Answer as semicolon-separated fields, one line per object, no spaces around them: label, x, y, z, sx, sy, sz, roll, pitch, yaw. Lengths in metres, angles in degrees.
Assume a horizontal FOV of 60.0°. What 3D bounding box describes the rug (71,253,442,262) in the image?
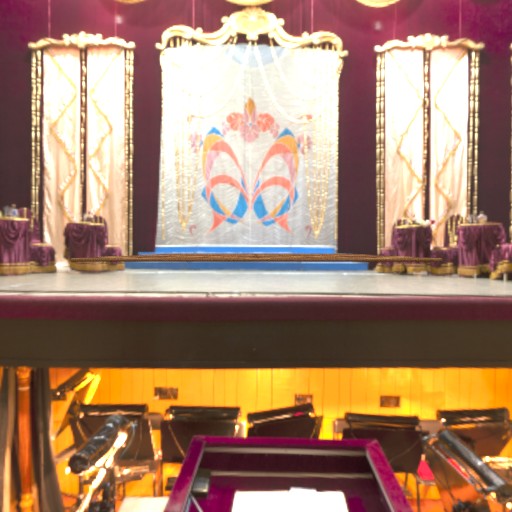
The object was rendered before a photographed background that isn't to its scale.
rug;0.000;0.000;2.939;1.526;0.014;2.290;0;1;0
